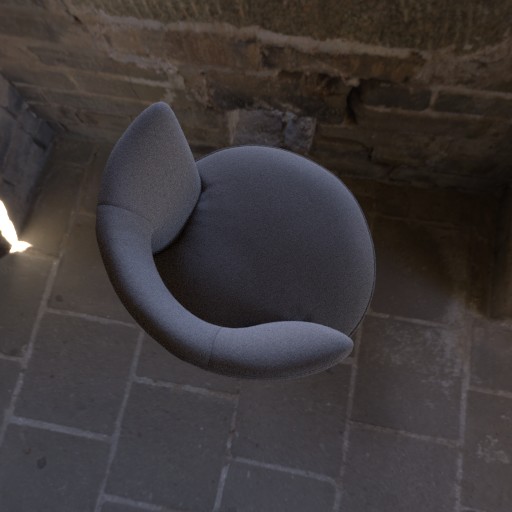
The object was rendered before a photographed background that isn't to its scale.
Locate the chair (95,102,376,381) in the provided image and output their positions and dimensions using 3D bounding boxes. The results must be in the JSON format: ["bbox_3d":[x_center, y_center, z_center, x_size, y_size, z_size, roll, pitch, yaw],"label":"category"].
[{"bbox_3d":[0.000,0.000,1.257,0.660,0.719,0.689,-35,77,-9],"label":"chair"}]
